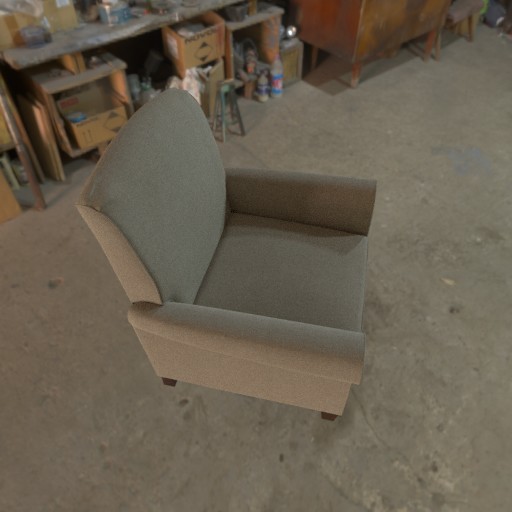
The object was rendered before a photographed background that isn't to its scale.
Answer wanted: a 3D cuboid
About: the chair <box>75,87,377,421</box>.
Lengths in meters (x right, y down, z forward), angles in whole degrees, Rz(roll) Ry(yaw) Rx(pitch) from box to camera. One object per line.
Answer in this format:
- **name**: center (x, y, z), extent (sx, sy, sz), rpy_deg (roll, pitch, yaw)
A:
- **chair**: center (0.000, 0.000, 1.753), extent (0.905, 1.061, 0.978), rpy_deg (9, 46, 9)
